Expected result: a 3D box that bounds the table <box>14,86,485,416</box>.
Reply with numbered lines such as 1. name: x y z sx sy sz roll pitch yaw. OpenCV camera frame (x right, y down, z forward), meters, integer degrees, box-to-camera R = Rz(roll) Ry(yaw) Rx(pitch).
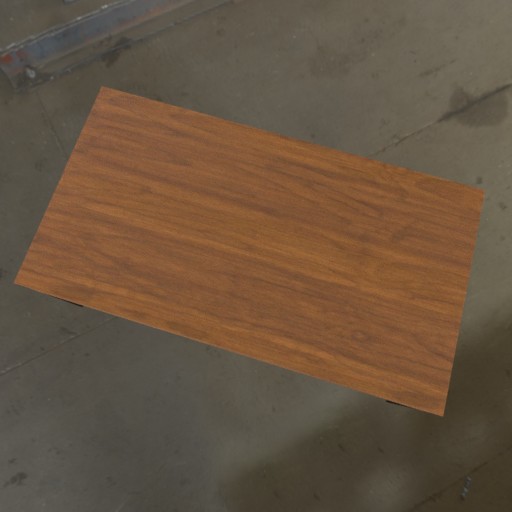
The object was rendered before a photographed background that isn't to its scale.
1. table: 0.000 0.000 1.308 1.057 0.414 0.574 16 76 4
